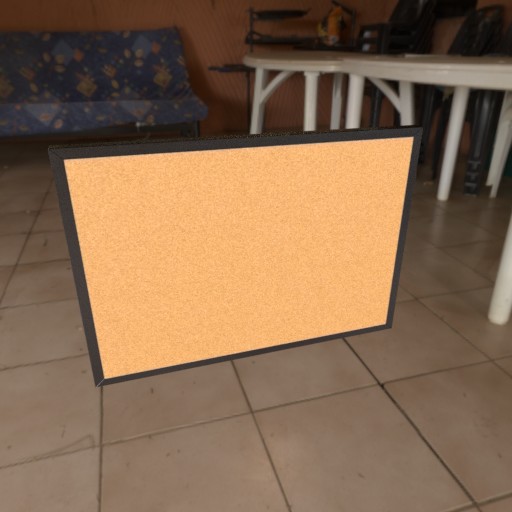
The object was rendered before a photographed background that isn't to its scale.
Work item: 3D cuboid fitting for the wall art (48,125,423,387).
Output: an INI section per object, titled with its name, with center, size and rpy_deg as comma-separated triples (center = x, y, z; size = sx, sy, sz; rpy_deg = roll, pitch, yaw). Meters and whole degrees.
[wall art]
center = 0.000, 0.000, 0.857
size = 0.657, 0.458, 0.027
rpy_deg = -8, 26, -16
